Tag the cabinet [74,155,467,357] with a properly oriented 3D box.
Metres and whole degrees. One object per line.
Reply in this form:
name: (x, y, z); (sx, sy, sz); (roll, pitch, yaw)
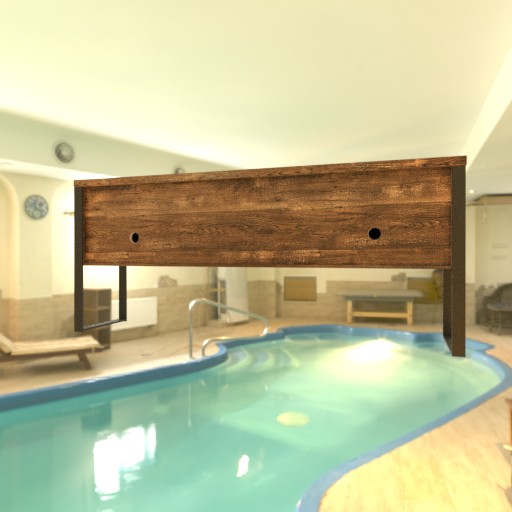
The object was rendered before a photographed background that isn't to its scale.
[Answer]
cabinet: (0.000, 0.000, 2.139); (1.800, 0.762, 0.395); (0, 0, 18)
